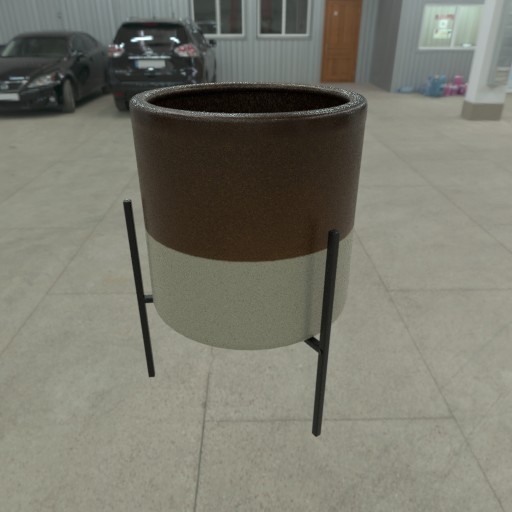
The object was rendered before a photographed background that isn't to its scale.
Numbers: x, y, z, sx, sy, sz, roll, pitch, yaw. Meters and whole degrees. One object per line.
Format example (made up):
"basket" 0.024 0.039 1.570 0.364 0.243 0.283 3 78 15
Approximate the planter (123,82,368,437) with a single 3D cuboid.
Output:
"planter" 0.000 0.000 0.547 0.255 0.375 0.269 -19 33 -32
